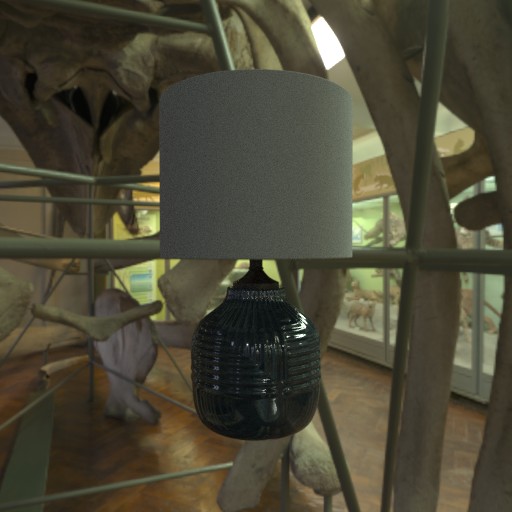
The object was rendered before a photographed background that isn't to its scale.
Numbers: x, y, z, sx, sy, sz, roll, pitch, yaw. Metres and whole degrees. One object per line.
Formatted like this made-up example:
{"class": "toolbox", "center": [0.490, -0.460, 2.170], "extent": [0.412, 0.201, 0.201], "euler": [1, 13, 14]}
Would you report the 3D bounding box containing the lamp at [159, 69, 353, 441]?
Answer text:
{"class": "lamp", "center": [0.000, 0.000, 0.747], "extent": [0.318, 0.567, 0.318], "euler": [0, 1, 0]}
